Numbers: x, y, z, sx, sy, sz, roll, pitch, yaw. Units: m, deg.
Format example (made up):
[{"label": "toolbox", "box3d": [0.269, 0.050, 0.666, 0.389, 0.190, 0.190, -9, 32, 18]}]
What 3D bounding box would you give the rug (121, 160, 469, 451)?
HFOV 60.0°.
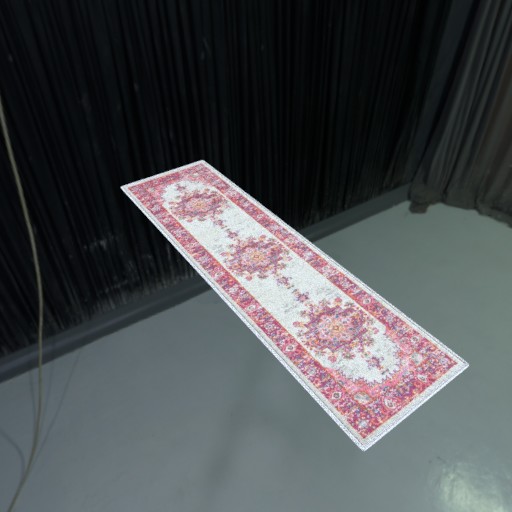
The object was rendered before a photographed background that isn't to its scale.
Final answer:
[{"label": "rug", "box3d": [0.000, 0.000, 2.505, 0.666, 0.011, 2.294, -25, 46, -26]}]
